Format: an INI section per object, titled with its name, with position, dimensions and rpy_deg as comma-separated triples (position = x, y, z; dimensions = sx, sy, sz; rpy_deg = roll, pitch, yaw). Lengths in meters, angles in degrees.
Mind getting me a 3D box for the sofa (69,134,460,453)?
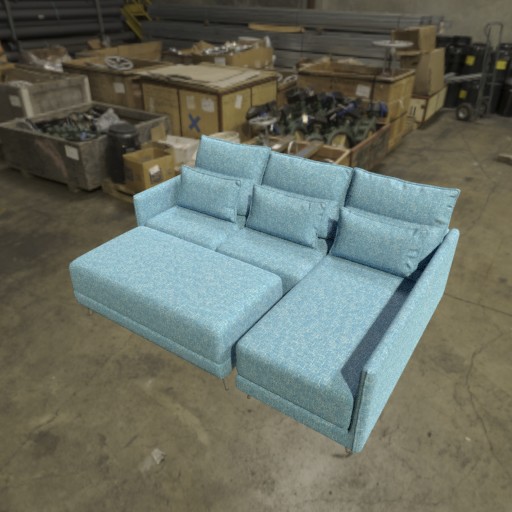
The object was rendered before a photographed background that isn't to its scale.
[sofa]
position = 0.000, 0.000, 2.749
dimensions = 2.034, 0.899, 1.420
rpy_deg = 19, 37, 28
